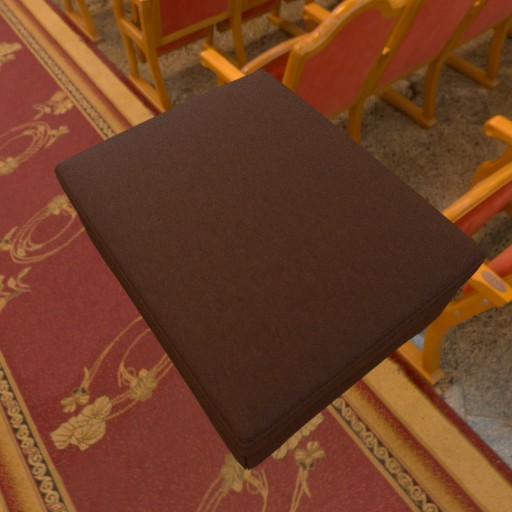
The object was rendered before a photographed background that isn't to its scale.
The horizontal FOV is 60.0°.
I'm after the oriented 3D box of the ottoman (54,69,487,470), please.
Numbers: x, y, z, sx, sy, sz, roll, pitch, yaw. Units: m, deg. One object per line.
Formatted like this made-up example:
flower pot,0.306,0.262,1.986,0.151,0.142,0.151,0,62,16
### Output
ottoman,0.000,0.000,1.738,0.967,0.730,1.187,-32,63,-19
